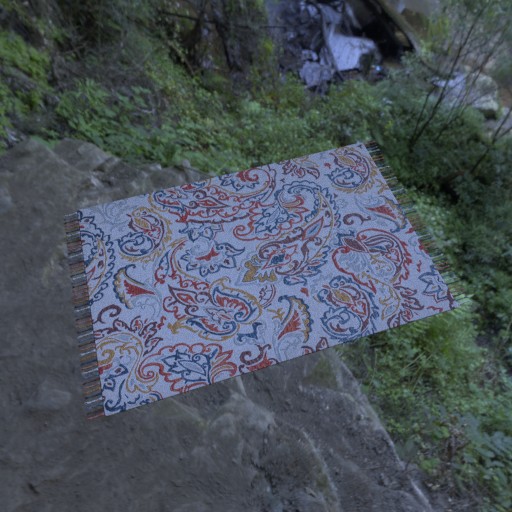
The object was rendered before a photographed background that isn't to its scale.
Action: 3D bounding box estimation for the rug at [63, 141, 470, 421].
[{"bbox_3d":[0.000,0.000,2.457,1.997,0.010,1.218,-15,61,-9],"label":"rug"}]
